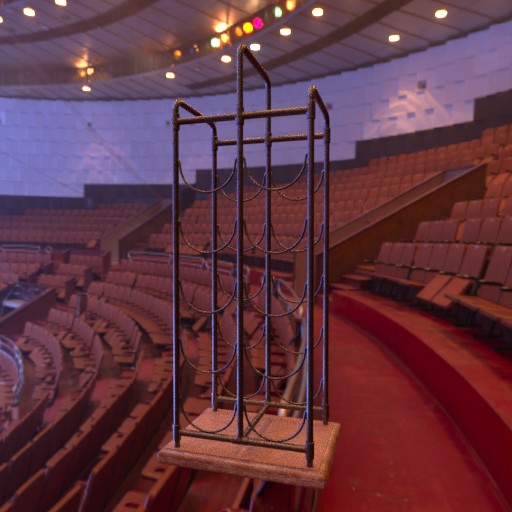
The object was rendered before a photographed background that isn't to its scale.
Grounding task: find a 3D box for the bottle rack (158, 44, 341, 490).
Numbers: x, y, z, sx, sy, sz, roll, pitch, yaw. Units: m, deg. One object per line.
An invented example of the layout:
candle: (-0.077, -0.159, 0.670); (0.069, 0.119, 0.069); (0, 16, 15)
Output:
bottle rack: (0.000, 0.000, 0.779); (0.276, 0.680, 0.208); (1, 2, 17)
